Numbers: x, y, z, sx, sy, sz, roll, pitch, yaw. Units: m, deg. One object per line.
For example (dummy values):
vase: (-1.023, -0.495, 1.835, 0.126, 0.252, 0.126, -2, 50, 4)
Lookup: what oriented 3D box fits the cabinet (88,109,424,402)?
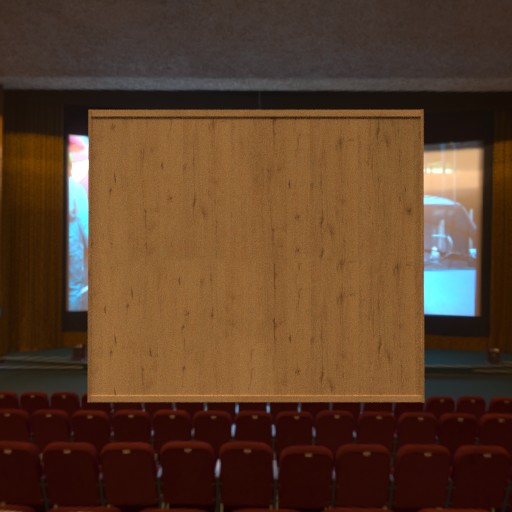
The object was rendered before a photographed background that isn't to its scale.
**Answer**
cabinet: (0.000, 0.000, 3.628, 2.500, 2.180, 0.660, 0, 0, 0)
